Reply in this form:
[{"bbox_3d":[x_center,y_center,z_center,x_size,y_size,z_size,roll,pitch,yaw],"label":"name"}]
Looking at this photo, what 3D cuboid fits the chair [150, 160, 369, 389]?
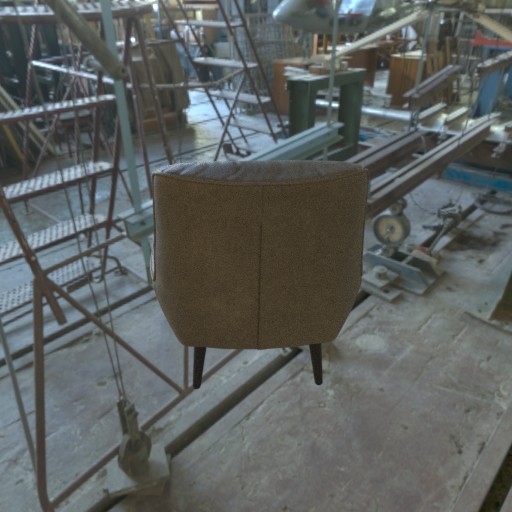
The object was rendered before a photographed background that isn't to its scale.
[{"bbox_3d":[0.000,0.000,1.536,0.787,0.888,0.824,-1,30,-2],"label":"chair"}]
